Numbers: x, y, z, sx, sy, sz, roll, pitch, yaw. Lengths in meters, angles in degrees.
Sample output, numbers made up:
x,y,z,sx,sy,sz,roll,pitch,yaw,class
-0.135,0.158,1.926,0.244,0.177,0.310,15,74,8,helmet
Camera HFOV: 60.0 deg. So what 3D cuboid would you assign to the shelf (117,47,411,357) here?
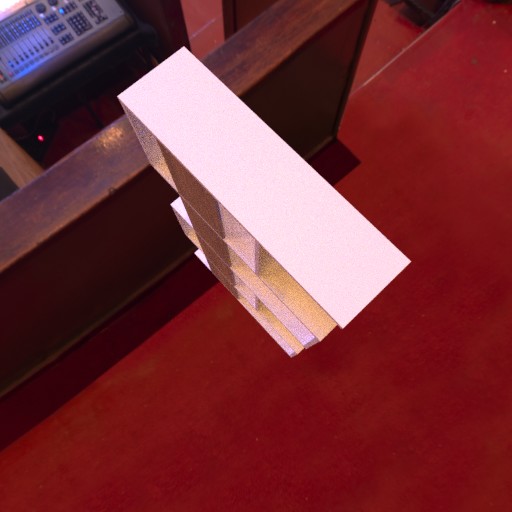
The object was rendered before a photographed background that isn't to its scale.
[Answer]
x,y,z,sx,sy,sz,roll,pitch,yaw,class
0.000,0.000,1.986,0.250,1.650,0.890,-42,79,-10,shelf
